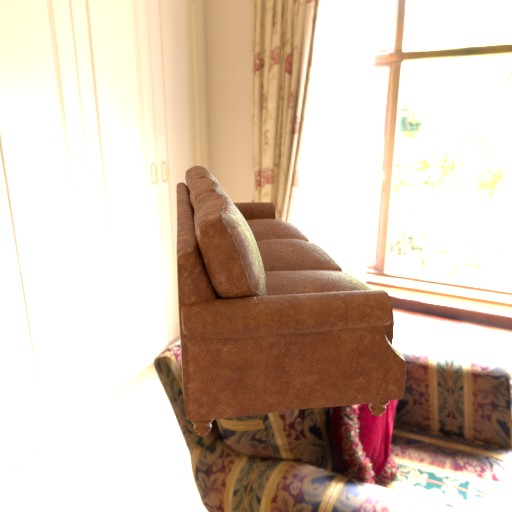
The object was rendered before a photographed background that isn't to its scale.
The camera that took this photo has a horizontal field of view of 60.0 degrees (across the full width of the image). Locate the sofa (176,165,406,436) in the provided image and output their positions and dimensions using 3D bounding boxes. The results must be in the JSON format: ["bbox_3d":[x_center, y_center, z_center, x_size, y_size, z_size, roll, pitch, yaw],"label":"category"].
[{"bbox_3d":[0.000,0.000,2.801,0.973,0.977,2.351,-3,17,-9],"label":"sofa"}]
